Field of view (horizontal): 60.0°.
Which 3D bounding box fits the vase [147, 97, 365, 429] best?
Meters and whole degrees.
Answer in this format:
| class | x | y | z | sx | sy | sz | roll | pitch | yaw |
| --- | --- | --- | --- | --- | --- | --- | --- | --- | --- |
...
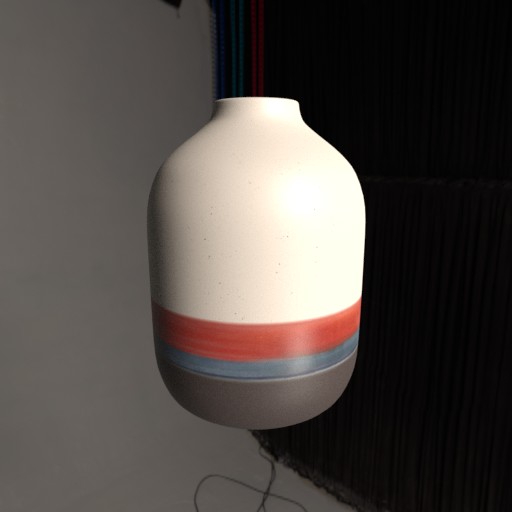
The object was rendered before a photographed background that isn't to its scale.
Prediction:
| class | x | y | z | sx | sy | sz | roll | pitch | yaw |
| --- | --- | --- | --- | --- | --- | --- | --- | --- | --- |
| vase | 0.000 | 0.000 | 0.359 | 0.169 | 0.237 | 0.169 | 0 | 13 | 0 |
